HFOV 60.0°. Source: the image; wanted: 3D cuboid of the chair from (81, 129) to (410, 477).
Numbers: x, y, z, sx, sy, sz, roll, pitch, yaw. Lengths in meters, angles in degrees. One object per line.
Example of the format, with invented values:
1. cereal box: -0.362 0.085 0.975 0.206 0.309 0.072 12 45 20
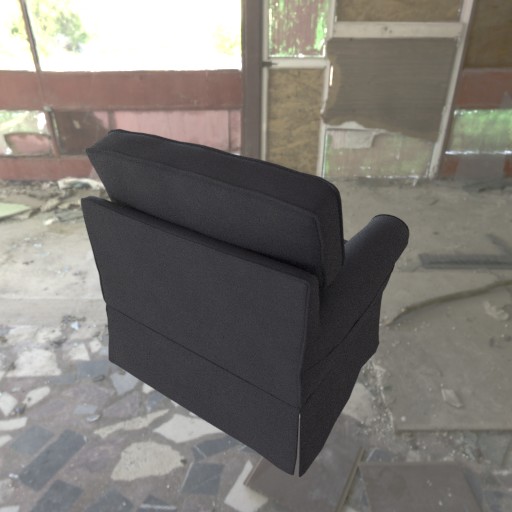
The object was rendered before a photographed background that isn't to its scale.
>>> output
1. chair: 0.000 0.000 1.987 1.119 1.140 1.002 20 35 31
